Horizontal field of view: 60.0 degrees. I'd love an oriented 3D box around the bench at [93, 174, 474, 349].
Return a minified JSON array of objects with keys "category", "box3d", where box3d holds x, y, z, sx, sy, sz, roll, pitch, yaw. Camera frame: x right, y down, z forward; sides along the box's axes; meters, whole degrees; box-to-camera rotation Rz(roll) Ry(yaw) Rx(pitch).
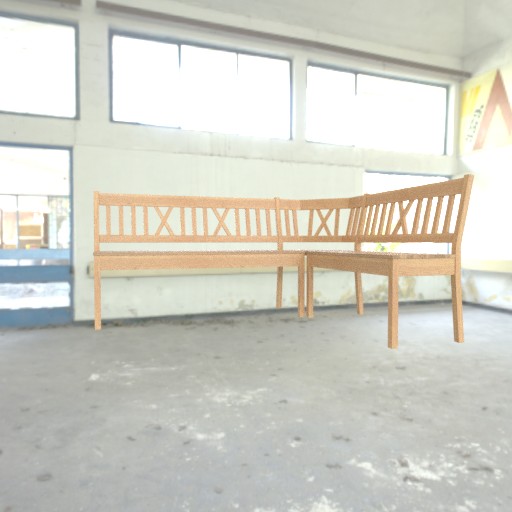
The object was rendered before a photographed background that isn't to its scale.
[{"category":"bench","box3d":[0.000,0.000,2.795,1.937,0.902,1.537,-1,2,-19]}]
